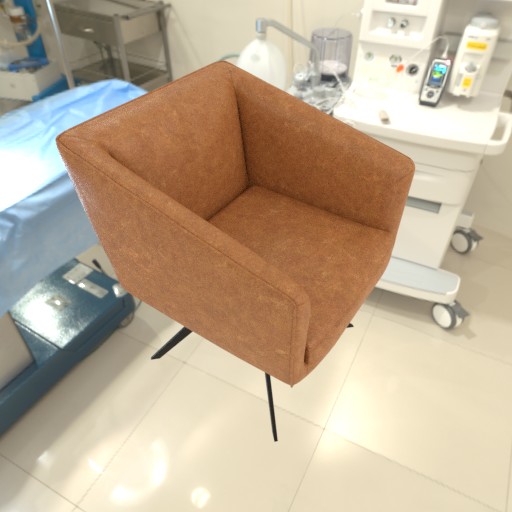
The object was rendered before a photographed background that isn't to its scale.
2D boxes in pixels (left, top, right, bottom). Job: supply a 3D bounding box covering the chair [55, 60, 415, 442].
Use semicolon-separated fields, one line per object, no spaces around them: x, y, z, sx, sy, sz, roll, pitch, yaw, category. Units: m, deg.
0.000;0.000;1.200;0.625;0.760;0.588;25;48;25;chair
